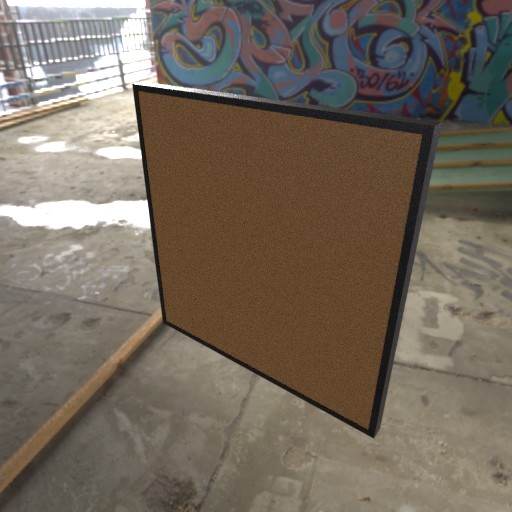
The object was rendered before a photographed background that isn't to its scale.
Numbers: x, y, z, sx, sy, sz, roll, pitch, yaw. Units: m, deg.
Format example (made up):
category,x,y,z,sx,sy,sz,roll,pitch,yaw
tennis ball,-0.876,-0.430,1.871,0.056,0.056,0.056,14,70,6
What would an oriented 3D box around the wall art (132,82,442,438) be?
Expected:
category,x,y,z,sx,sy,sz,roll,pitch,yaw
wall art,0.000,0.000,1.125,0.763,0.763,0.039,20,35,32
